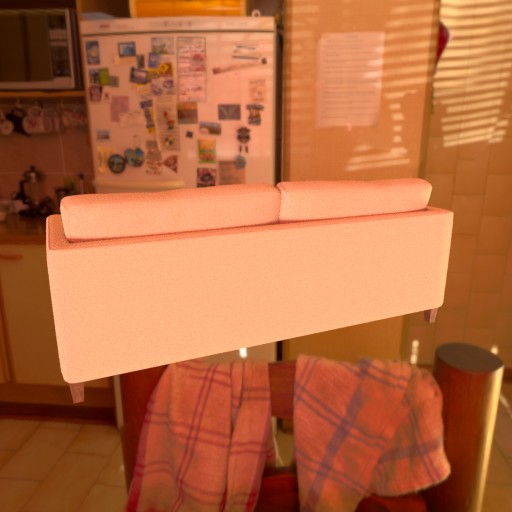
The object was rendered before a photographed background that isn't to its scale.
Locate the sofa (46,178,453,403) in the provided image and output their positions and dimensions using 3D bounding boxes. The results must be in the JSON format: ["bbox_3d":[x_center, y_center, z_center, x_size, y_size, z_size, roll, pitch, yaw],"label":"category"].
[{"bbox_3d":[0.000,0.000,2.799,2.361,0.968,0.951,-7,17,-24],"label":"sofa"}]
